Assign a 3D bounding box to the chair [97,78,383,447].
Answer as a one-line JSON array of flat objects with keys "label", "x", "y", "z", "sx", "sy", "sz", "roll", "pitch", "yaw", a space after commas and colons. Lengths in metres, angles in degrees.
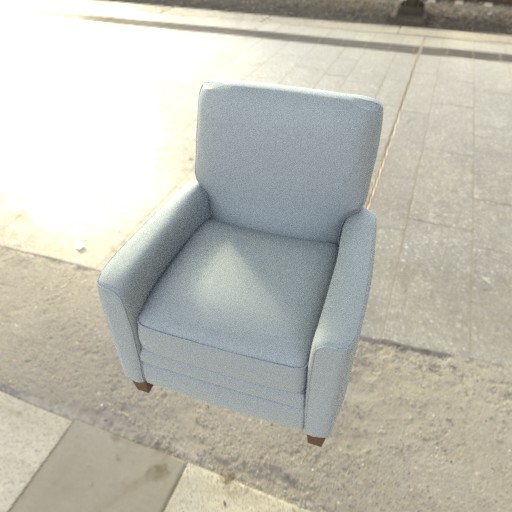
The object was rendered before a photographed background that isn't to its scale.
[{"label": "chair", "x": 0.000, "y": 0.000, "z": 1.642, "sx": 0.853, "sy": 1.007, "sz": 0.846, "roll": 12, "pitch": 42, "yaw": 14}]
